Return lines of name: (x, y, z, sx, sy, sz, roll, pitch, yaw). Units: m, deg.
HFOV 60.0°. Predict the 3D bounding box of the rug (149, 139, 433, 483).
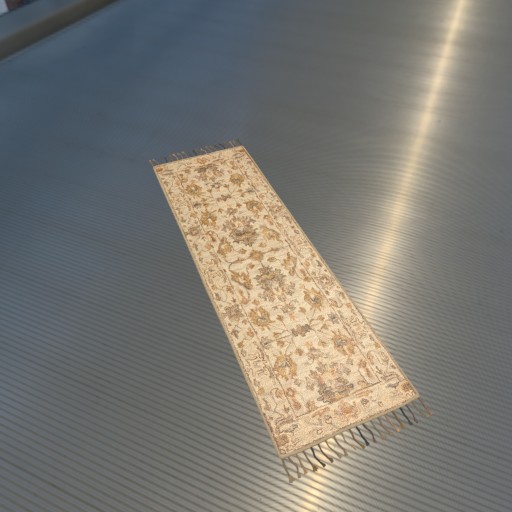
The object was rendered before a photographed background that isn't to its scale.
rug: (0.000, 0.000, 2.661, 0.729, 0.021, 2.438, -17, 50, -15)
